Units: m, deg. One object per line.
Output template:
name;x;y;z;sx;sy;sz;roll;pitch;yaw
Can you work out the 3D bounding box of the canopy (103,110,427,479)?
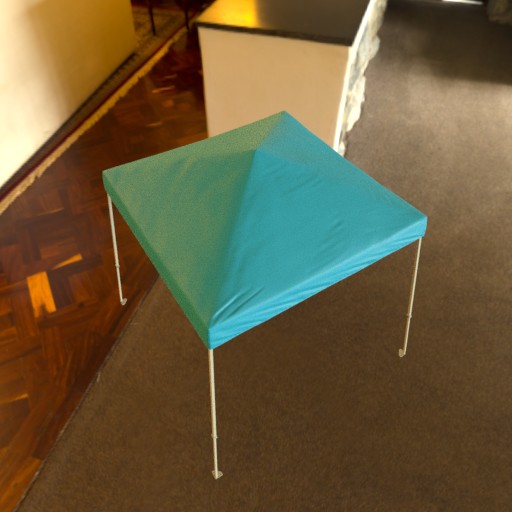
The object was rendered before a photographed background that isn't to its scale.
canopy;0.000;0.000;5.079;2.850;2.850;2.849;-25;52;-21
